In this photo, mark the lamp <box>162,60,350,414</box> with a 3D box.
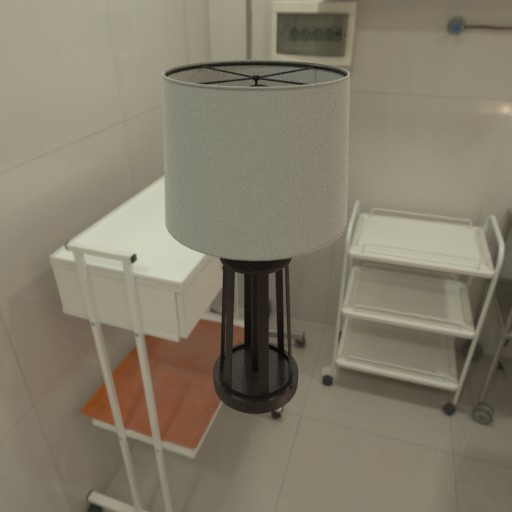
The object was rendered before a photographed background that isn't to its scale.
[{"bbox_3d":[0.000,0.000,0.655,0.251,0.509,0.251,0,30,0],"label":"lamp"}]
